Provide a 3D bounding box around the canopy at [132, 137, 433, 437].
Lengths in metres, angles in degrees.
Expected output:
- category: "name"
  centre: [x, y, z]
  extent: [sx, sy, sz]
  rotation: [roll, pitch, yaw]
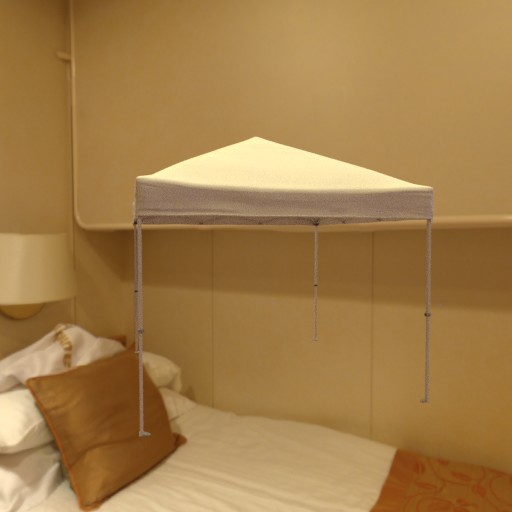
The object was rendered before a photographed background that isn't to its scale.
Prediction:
- category: "canopy"
  centre: [0.000, 0.000, 5.630]
  extent: [2.998, 2.997, 2.996]
  rotation: [-1, 3, -16]
